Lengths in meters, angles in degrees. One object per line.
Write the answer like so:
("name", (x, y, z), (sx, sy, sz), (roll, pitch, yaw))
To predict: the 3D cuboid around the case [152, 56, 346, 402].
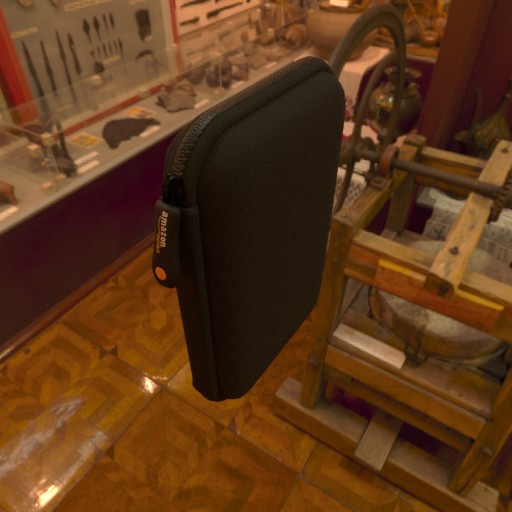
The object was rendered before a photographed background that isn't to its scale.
("case", (0.000, 0.000, 0.193), (0.030, 0.147, 0.107), (25, 48, 25))
